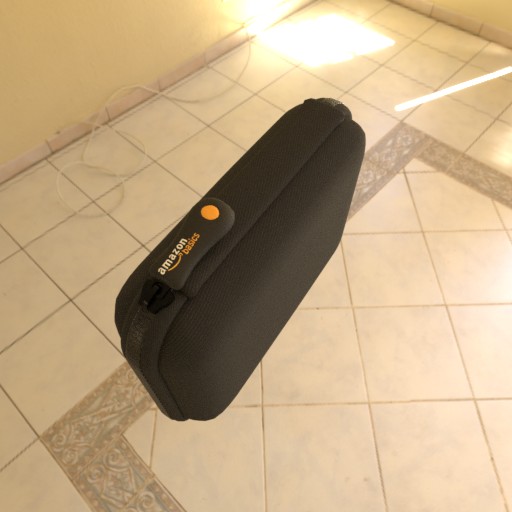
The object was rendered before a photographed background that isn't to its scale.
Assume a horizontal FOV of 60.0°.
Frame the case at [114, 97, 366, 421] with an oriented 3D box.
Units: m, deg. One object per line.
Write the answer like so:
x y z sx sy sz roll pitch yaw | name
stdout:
0.000 0.000 0.181 0.038 0.105 0.132 29 61 18 | case
